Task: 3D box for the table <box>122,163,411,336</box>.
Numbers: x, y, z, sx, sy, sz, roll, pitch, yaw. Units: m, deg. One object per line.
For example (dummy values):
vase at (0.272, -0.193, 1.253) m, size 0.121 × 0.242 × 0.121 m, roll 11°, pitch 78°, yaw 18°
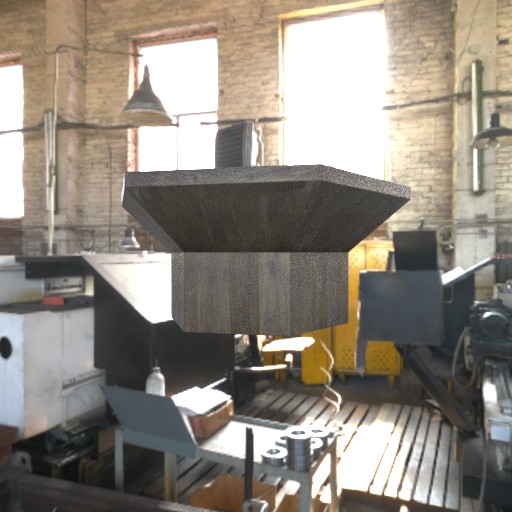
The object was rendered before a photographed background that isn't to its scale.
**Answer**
table at (0.000, 0.000, 1.680) m, size 0.966 × 0.488 × 1.115 m, roll 0°, pitch 0°, yaw -18°
